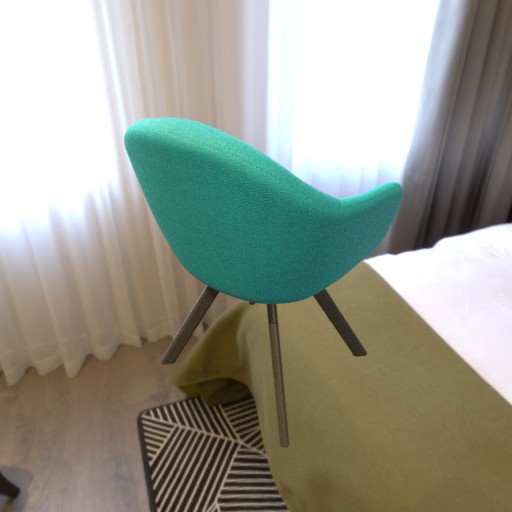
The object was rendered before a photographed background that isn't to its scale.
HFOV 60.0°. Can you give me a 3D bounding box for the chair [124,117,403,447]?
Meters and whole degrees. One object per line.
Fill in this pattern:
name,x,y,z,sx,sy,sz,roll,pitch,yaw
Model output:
chair,0.000,0.000,1.184,0.590,0.795,0.550,22,37,33
